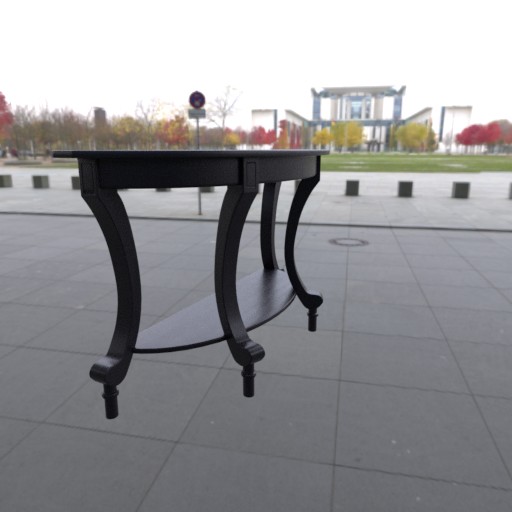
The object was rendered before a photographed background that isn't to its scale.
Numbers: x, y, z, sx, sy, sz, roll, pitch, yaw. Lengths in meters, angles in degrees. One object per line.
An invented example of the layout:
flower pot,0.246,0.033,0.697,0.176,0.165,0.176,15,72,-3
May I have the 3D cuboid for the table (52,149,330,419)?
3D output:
table,0.000,0.000,1.486,0.394,0.692,1.198,7,15,26
